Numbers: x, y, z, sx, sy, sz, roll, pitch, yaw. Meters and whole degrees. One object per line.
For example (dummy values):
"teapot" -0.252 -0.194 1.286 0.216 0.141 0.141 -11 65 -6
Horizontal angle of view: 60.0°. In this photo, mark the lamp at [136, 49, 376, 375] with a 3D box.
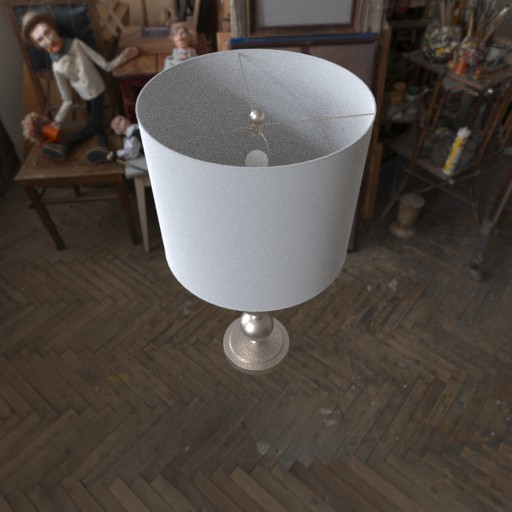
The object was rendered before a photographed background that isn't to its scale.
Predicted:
"lamp" 0.000 0.000 0.710 0.277 0.538 0.277 -35 56 -28
